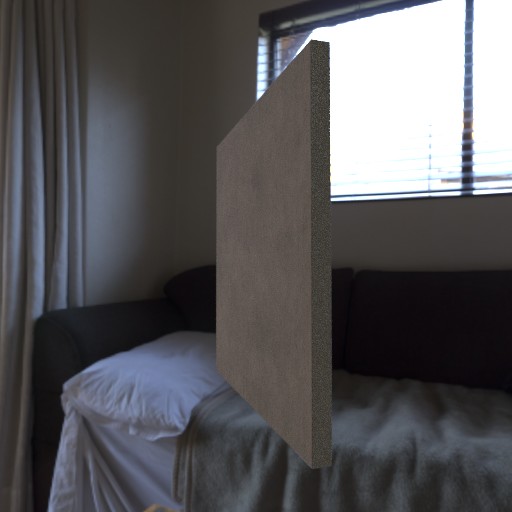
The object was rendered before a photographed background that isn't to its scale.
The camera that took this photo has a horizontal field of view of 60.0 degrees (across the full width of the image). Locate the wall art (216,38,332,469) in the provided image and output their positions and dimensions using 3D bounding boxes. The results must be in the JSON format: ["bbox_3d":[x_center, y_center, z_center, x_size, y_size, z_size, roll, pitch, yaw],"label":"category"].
[{"bbox_3d":[0.000,0.000,0.686,0.023,0.453,0.455,0,-1,-18],"label":"wall art"}]
